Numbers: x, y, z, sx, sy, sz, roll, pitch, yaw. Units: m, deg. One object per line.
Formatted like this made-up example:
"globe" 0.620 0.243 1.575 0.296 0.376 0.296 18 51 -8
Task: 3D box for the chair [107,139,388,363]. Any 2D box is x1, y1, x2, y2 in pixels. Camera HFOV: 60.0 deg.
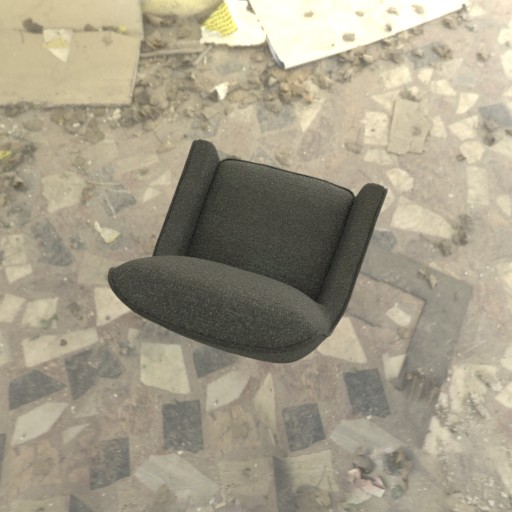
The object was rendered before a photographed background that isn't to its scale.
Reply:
"chair" 0.000 0.000 1.525 0.763 0.883 0.859 16 65 8
